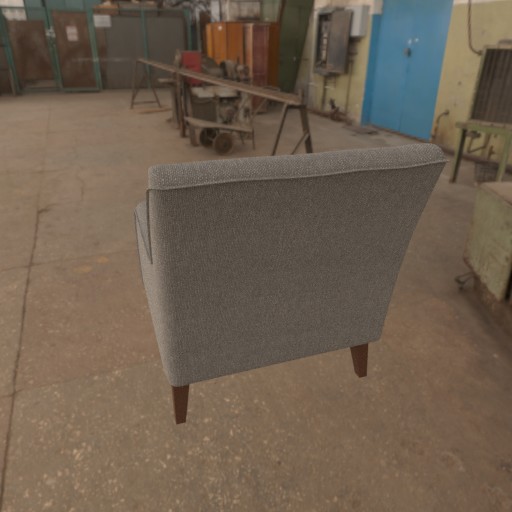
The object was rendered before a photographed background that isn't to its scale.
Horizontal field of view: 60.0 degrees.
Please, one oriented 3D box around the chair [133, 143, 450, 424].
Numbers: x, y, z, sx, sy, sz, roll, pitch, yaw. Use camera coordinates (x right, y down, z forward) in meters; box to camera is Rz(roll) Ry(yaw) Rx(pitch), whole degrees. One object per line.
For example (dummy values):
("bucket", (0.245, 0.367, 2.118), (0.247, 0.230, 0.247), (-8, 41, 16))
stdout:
("chair", (0.000, 0.000, 1.600), (0.780, 0.919, 0.899), (-9, 28, -17))
